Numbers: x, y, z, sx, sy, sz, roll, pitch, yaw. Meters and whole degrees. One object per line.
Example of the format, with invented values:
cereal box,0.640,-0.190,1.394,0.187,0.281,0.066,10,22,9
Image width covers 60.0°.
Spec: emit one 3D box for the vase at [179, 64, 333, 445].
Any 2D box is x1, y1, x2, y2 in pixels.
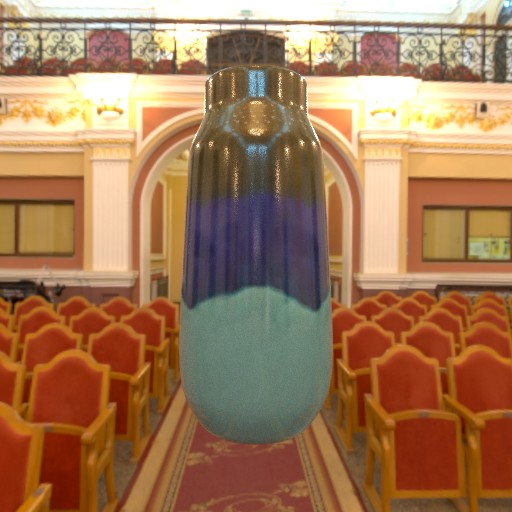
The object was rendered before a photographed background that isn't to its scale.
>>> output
vase,0.000,0.000,0.405,0.139,0.313,0.139,0,0,0
